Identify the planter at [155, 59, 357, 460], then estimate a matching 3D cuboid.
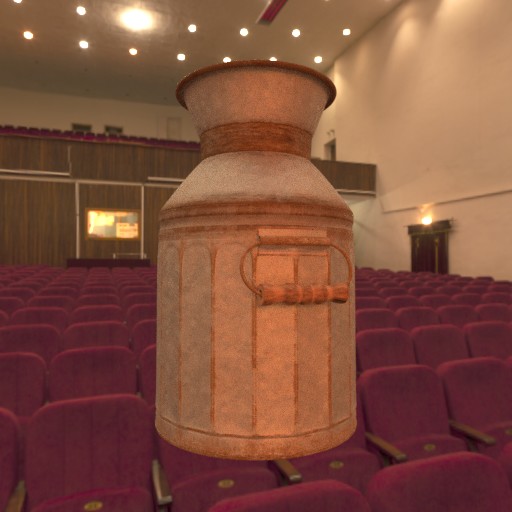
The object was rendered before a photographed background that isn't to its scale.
[{"bbox_3d":[0.000,0.000,0.489,0.215,0.358,0.248,1,-2,-19],"label":"planter"}]
